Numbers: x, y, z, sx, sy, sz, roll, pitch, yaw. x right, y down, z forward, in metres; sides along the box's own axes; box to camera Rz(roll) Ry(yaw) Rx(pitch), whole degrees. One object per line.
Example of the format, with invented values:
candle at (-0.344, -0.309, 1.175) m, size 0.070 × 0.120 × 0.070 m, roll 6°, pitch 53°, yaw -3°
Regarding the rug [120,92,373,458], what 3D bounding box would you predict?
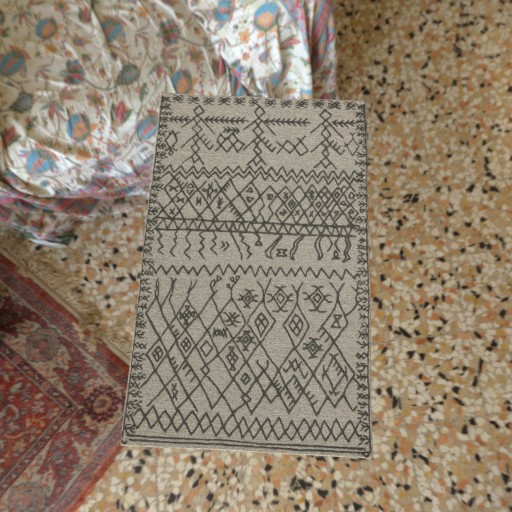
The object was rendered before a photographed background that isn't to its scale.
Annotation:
rug at (0.000, 0.000, 4.665) m, size 2.393 × 0.019 × 3.824 m, roll 3°, pitch 75°, yaw 1°
